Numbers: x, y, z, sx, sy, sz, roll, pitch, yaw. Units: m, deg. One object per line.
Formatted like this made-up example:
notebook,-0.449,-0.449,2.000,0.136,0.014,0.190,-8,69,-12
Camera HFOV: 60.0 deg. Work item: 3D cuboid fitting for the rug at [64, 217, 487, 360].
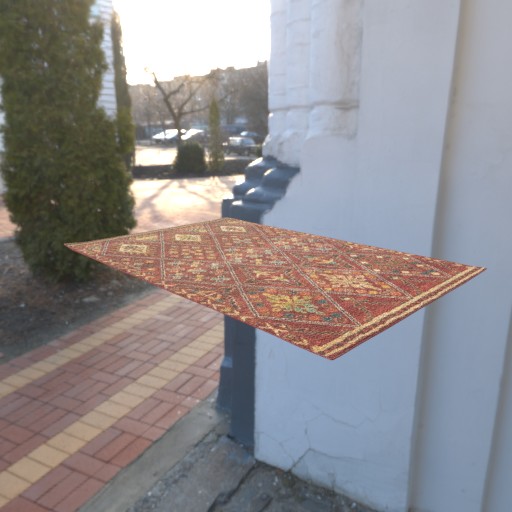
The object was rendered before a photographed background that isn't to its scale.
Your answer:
rug,0.000,0.000,2.831,1.521,0.026,2.286,-15,21,-43
